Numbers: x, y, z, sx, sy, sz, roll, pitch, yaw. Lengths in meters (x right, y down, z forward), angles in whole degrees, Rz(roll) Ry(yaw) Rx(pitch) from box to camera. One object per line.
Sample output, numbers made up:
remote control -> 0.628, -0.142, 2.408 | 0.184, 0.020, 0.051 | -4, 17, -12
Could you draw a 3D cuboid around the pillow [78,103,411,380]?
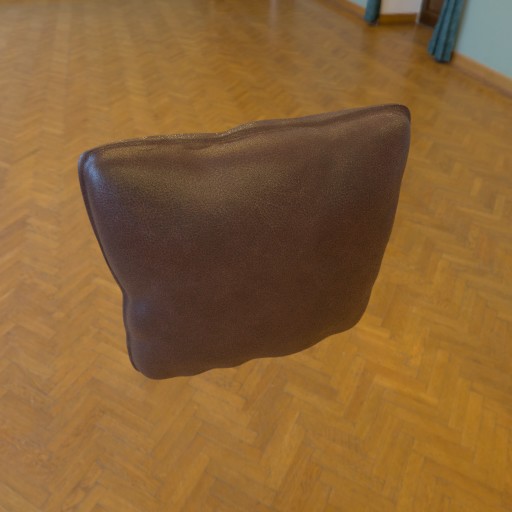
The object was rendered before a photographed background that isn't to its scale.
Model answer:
pillow -> 0.000, 0.000, 0.818 | 0.532, 0.523, 0.236 | -12, 42, -14
